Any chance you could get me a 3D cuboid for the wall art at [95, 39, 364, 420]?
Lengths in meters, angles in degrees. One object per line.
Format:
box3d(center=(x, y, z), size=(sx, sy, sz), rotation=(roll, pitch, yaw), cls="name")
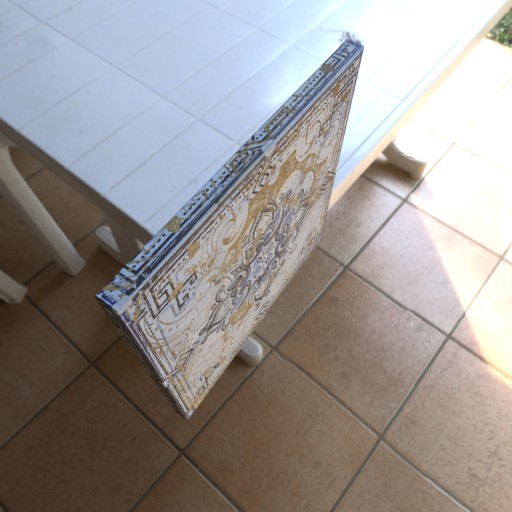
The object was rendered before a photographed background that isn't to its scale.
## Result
box3d(center=(0.000, 0.000, 0.897), size=(0.036, 0.607, 0.609), rotation=(31, 63, 17), cls="wall art")
